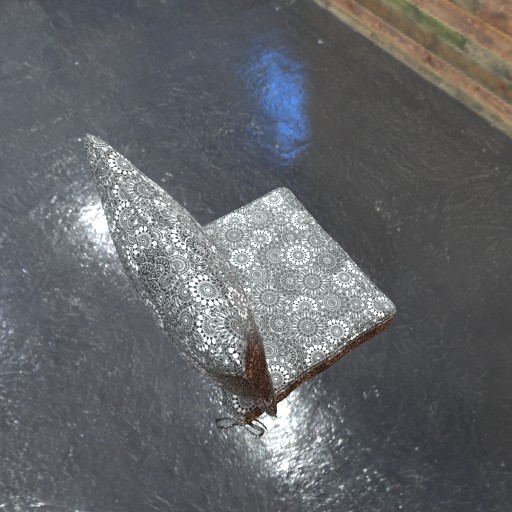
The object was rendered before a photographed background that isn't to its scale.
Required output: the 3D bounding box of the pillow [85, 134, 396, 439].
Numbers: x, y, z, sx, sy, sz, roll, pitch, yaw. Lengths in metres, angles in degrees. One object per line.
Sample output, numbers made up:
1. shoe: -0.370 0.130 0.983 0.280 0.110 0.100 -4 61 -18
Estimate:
1. pillow: 0.000 0.000 1.369 0.740 0.722 0.798 -29 62 -17
